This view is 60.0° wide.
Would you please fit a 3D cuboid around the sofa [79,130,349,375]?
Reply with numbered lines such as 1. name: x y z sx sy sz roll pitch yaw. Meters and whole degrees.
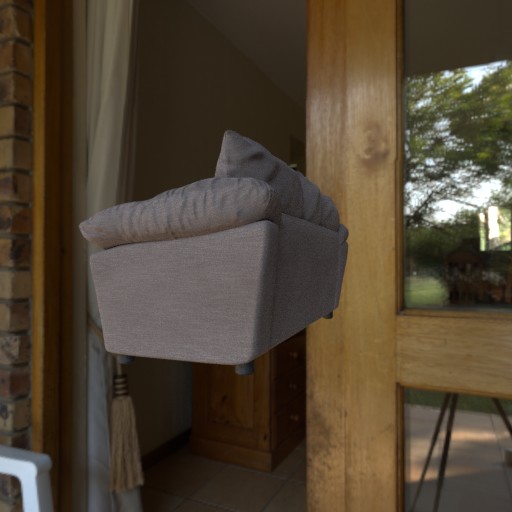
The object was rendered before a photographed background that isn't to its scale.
1. sofa: 0.000 0.000 2.910 0.927 1.043 2.390 0 -1 20
